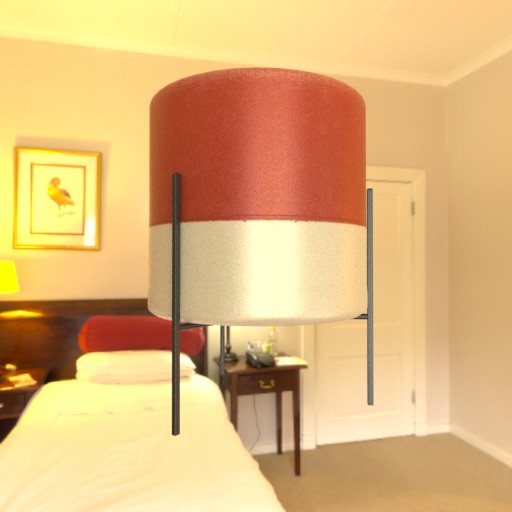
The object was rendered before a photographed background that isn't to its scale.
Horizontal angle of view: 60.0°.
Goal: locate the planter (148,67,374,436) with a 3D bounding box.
[{"bbox_3d":[0.000,0.000,0.713,0.345,0.465,0.354,-1,-1,37],"label":"planter"}]
